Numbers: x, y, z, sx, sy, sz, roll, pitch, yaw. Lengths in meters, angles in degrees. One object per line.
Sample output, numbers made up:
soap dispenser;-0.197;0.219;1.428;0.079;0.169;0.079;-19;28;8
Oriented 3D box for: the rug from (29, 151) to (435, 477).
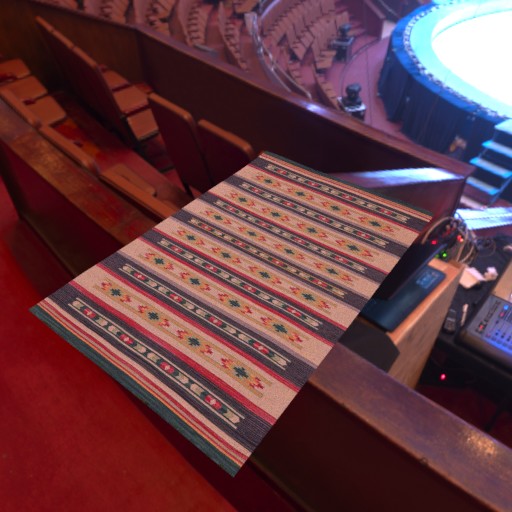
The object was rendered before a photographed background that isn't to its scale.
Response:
rug;0.000;0.000;2.878;1.522;0.010;2.311;27;49;27
